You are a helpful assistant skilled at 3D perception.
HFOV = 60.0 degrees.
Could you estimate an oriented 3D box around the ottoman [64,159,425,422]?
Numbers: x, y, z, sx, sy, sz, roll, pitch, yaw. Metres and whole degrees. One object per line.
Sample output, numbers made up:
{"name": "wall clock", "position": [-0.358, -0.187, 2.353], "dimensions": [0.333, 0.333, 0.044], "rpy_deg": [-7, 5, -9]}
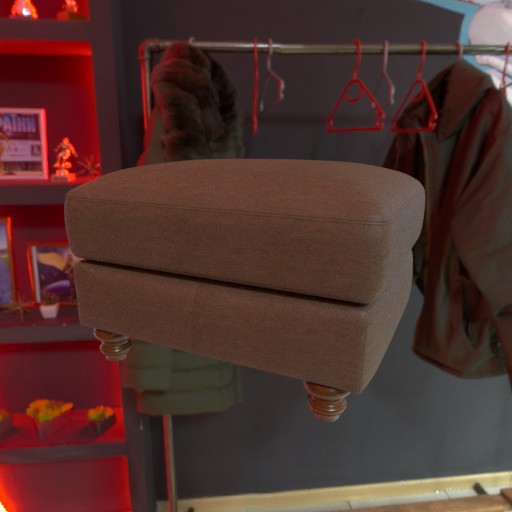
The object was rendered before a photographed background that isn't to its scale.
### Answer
{"name": "ottoman", "position": [0.000, 0.000, 1.196], "dimensions": [0.787, 0.508, 0.635], "rpy_deg": [7, 17, 25]}
